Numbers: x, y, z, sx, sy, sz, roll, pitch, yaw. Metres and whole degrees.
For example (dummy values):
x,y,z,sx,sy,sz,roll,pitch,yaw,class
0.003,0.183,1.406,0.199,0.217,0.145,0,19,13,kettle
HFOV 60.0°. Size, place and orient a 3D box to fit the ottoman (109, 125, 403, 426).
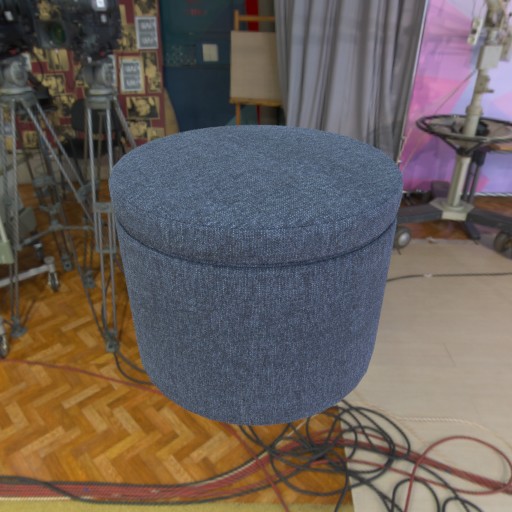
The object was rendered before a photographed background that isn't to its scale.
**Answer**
x,y,z,sx,sy,sz,roll,pitch,yaw,class
0.000,0.000,0.872,0.500,0.419,0.500,0,31,0,ottoman
